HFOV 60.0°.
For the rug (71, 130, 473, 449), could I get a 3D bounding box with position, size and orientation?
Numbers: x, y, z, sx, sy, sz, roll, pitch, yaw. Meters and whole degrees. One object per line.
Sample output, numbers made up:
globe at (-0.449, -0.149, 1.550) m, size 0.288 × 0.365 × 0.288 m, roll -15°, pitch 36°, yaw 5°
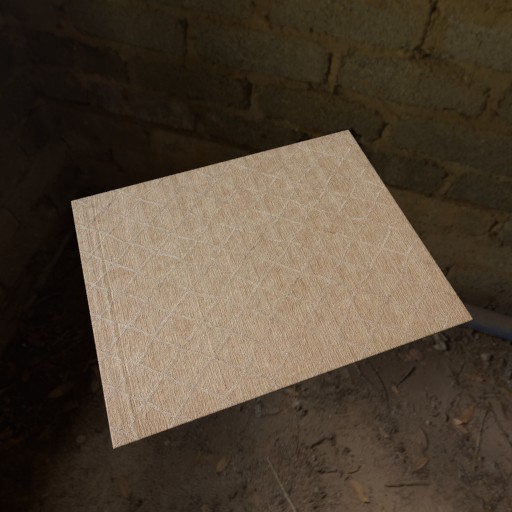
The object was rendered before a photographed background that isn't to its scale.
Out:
rug at (0.000, 0.000, 4.072) m, size 3.039 × 0.019 × 2.420 m, roll -17°, pitch 60°, yaw -10°
